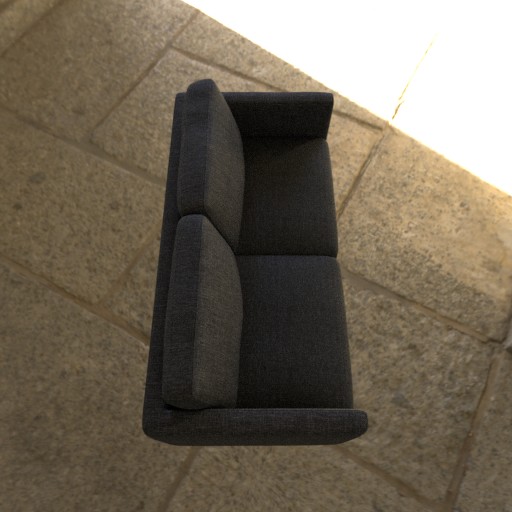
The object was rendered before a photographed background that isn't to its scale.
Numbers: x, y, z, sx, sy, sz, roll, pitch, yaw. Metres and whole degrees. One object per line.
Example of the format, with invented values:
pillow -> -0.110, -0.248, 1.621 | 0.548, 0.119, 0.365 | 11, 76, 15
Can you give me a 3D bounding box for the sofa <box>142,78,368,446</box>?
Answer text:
sofa -> 0.000, 0.000, 2.421 | 0.950, 0.963, 1.884 | 0, 64, 0
